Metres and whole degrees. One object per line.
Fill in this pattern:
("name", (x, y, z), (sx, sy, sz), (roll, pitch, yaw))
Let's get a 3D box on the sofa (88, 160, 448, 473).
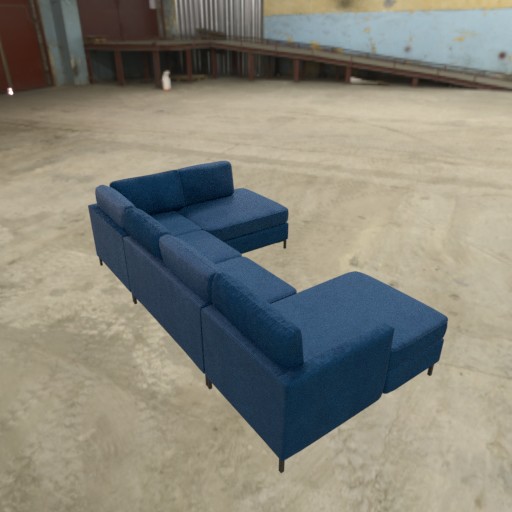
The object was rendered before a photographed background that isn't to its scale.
("sofa", (0.000, 0.000, 4.209), (2.055, 0.992, 3.434), (-18, 32, -32))
